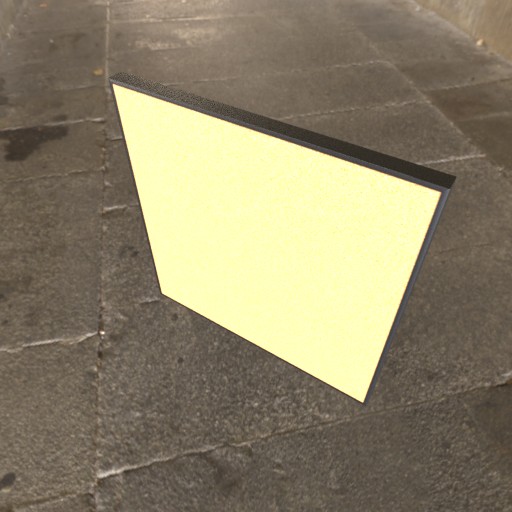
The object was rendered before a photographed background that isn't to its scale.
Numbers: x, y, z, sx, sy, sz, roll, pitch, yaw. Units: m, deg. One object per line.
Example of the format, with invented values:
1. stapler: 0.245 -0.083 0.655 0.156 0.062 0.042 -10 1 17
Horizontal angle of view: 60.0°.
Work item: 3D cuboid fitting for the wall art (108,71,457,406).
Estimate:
1. wall art: 0.000 0.000 1.145 0.769 0.766 0.042 25 50 22
